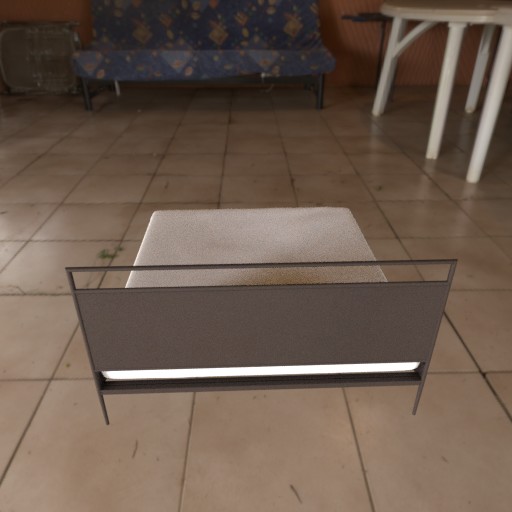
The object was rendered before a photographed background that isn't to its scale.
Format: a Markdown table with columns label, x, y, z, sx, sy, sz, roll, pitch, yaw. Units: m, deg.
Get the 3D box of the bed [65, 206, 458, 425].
| label | x | y | z | sx | sy | sz | roll | pitch | yaw |
| --- | --- | --- | --- | --- | --- | --- | --- | --- | --- |
| bed | 0.000 | 0.000 | 3.459 | 1.993 | 1.173 | 2.151 | -1 | 31 | -2 |
